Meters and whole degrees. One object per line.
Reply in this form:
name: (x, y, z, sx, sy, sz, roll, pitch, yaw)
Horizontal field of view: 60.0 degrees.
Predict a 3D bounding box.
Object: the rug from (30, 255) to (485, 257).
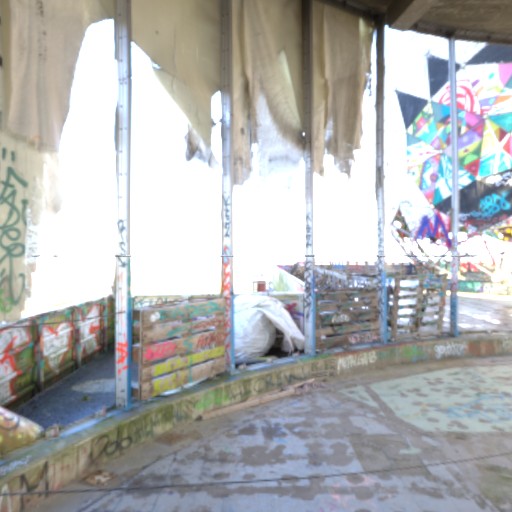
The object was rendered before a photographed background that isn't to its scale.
rug: (0.000, 0.000, 4.142, 3.021, 0.013, 2.432, 0, 0, 0)
